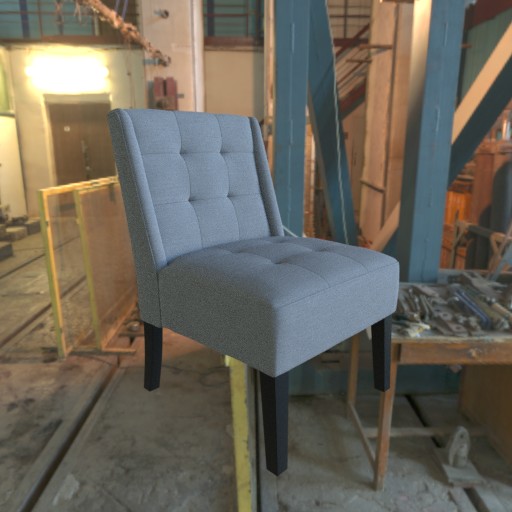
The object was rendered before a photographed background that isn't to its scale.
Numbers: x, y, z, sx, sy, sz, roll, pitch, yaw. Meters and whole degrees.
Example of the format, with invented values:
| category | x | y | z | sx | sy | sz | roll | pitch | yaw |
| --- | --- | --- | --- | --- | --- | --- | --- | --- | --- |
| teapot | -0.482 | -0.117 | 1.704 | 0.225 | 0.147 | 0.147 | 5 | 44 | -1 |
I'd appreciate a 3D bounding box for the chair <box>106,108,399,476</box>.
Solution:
| category | x | y | z | sx | sy | sz | roll | pitch | yaw |
| --- | --- | --- | --- | --- | --- | --- | --- | --- | --- |
| chair | 0.000 | 0.000 | 1.327 | 0.676 | 0.853 | 0.569 | 13 | 19 | 42 |
